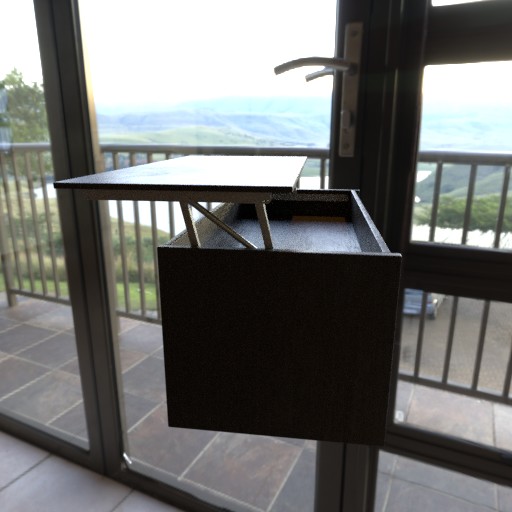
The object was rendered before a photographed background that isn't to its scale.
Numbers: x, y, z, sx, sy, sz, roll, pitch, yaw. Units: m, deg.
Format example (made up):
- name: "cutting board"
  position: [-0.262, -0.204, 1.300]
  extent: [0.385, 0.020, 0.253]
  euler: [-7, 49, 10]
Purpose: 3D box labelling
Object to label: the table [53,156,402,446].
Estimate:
- name: "table"
  position: [0.000, 0.000, 1.425]
  extent: [0.712, 0.570, 1.000]
  euler: [2, 16, 8]
